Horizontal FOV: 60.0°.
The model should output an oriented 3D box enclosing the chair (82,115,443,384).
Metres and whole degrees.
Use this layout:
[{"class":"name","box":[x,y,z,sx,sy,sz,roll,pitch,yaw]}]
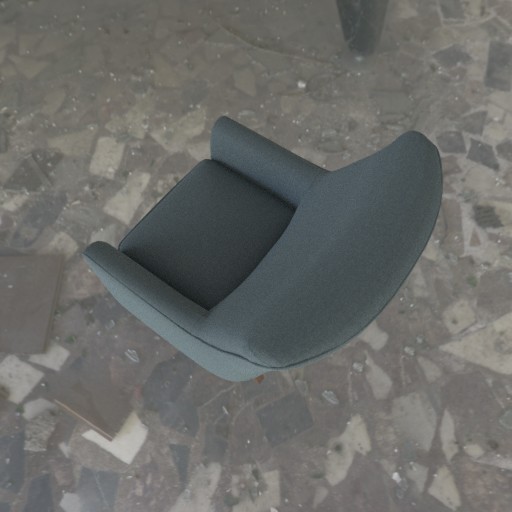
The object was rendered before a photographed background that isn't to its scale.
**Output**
[{"class":"chair","box":[0.000,0.000,1.513,0.879,0.916,0.756,33,68,15]}]
